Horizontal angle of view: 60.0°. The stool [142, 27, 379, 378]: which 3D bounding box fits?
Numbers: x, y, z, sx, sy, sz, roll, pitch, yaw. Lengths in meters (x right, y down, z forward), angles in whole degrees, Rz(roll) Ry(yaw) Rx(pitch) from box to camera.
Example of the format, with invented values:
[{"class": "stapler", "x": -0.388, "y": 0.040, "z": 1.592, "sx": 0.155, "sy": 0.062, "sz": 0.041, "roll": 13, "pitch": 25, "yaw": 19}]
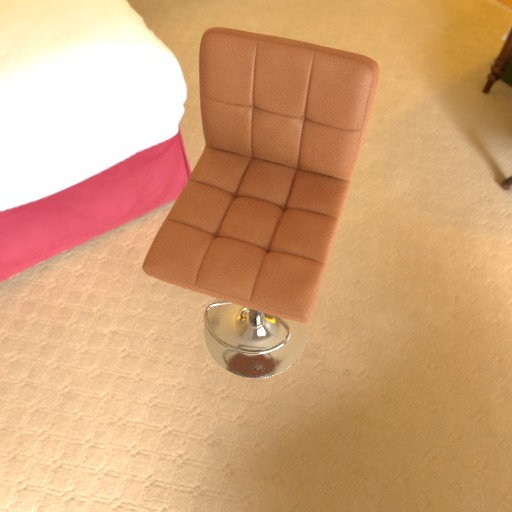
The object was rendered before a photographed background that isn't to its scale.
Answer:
[{"class": "stool", "x": 0.000, "y": 0.000, "z": 1.340, "sx": 0.430, "sy": 1.115, "sz": 0.505, "roll": 16, "pitch": 60, "yaw": 10}]
